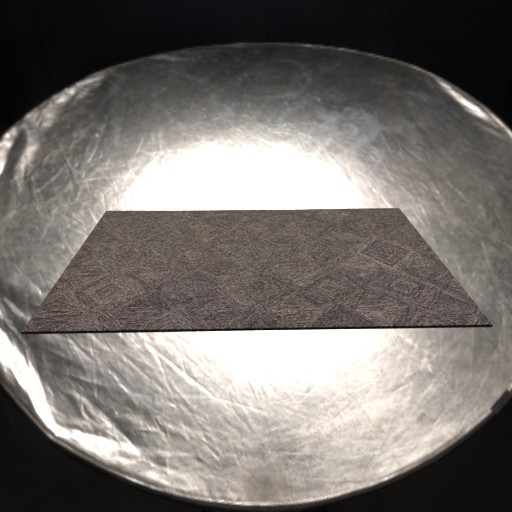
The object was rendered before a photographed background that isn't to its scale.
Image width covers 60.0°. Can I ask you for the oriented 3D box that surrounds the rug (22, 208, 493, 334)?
[{"bbox_3d":[0.000,0.000,2.816,2.298,0.017,1.501,-1,29,-1],"label":"rug"}]
